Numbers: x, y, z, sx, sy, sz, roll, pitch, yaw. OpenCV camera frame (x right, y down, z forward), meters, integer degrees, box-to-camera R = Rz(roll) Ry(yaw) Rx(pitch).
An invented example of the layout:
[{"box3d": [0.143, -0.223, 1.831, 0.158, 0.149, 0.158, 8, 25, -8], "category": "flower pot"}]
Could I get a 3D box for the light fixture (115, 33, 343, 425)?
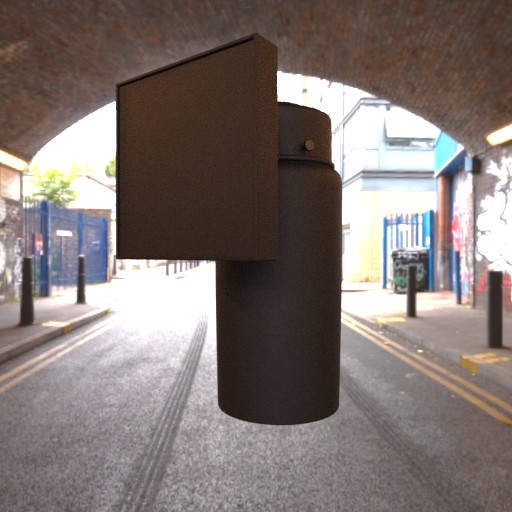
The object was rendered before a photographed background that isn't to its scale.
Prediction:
[{"box3d": [0.000, 0.000, 0.361, 0.130, 0.257, 0.176, 0, 0, 36], "category": "light fixture"}]
